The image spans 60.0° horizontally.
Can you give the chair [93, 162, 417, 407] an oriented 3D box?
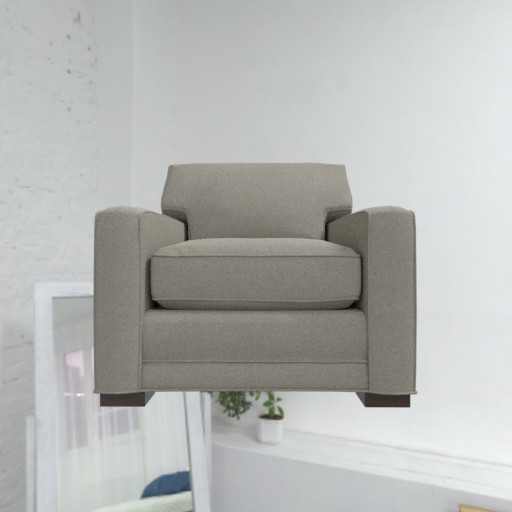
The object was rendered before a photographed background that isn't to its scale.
[{"bbox_3d":[0.000,0.000,1.852,0.999,0.934,1.044,0,0,1],"label":"chair"}]
